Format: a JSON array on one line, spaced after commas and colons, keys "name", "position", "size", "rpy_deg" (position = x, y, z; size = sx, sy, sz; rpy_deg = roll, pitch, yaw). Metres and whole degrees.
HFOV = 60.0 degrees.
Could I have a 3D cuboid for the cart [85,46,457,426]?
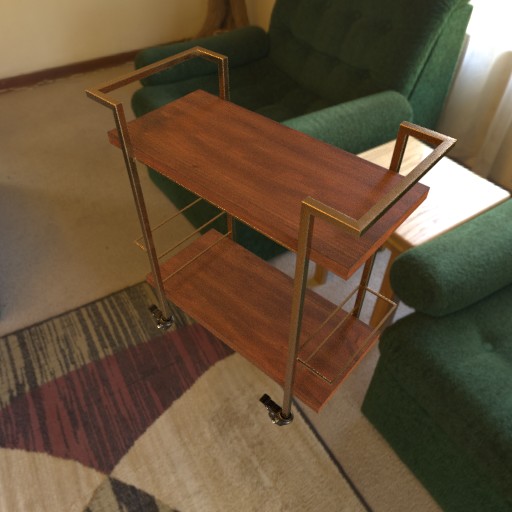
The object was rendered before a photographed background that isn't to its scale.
[{"name": "cart", "position": [0.000, 0.000, 1.165], "size": [0.695, 0.807, 0.364], "rpy_deg": [32, 53, 27]}]
